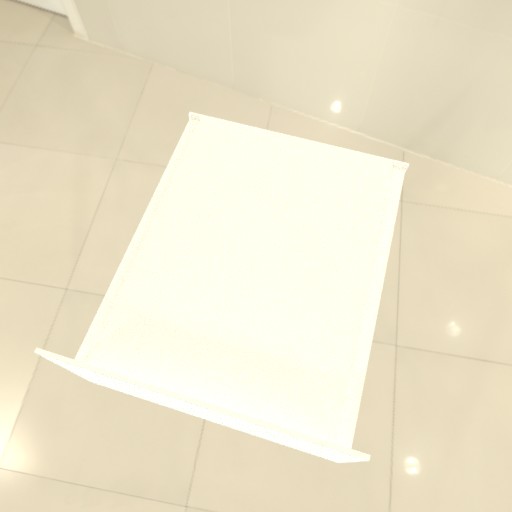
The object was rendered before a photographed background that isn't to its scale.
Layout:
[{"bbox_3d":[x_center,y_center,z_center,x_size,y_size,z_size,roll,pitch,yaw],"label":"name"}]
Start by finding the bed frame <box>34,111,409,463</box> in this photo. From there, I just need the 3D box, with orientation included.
[{"bbox_3d":[0.000,0.000,2.781,1.622,0.800,1.960,15,65,7],"label":"bed frame"}]
